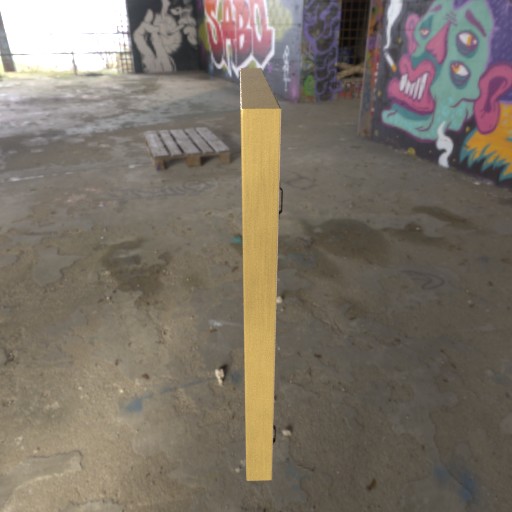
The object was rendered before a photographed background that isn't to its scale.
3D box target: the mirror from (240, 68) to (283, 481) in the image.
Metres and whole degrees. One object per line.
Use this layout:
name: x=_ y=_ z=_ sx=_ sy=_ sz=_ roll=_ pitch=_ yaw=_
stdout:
mirror: x=0.000 y=0.000 z=0.691 sx=0.041 sy=0.508 sz=0.405 roll=-1 pitch=28 yaw=-2
